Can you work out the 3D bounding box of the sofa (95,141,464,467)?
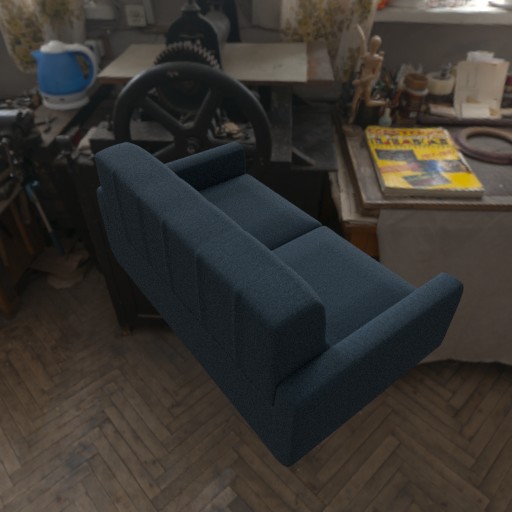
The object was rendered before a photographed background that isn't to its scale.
[{"bbox_3d":[0.000,0.000,2.201,0.942,0.896,1.651,-26,47,-28],"label":"sofa"}]
